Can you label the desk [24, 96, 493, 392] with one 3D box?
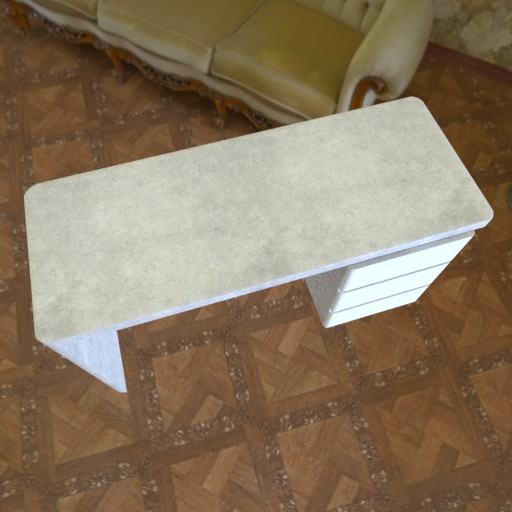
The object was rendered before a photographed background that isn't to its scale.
[{"bbox_3d":[0.000,0.000,1.732,1.400,0.755,0.550,-15,64,-8],"label":"desk"}]
